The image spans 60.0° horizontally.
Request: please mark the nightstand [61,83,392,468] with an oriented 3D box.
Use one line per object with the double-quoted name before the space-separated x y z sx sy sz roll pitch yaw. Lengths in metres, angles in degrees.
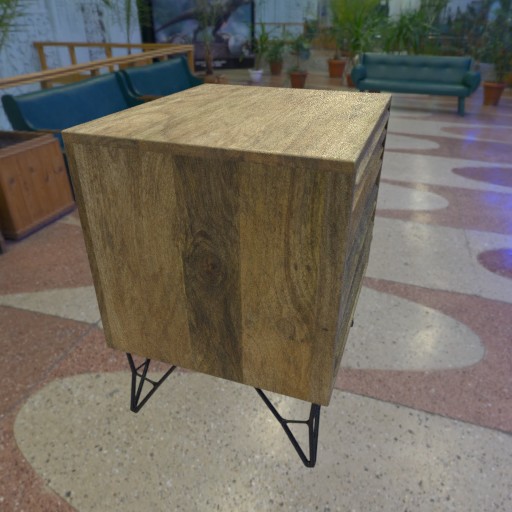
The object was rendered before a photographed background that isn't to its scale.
"nightstand" 0.000 0.000 0.872 0.406 0.559 0.457 10 31 17
